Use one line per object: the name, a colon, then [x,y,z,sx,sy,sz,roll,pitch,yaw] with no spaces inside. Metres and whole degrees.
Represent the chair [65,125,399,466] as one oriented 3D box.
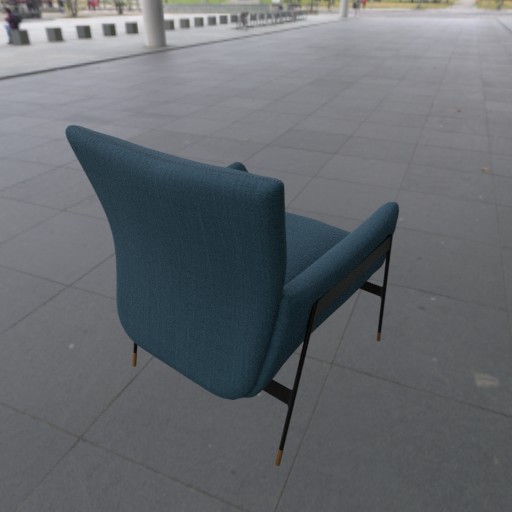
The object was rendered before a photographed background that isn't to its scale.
chair: [0.000,0.000,1.408,0.678,0.859,0.769,21,37,32]
